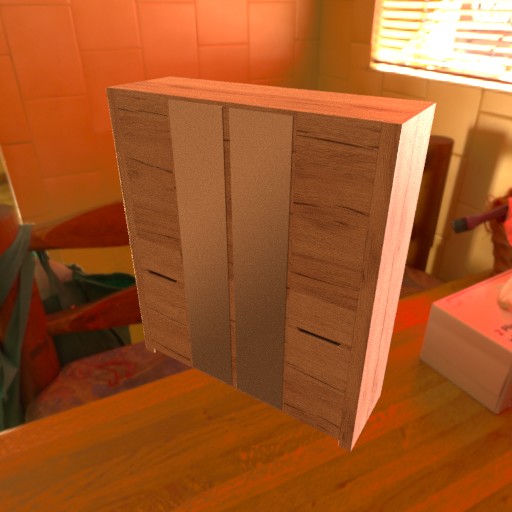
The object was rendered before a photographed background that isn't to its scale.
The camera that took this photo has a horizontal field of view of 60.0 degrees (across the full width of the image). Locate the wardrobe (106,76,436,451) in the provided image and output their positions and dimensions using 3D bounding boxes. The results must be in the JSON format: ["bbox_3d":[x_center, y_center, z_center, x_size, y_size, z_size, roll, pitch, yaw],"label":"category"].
[{"bbox_3d":[0.000,0.000,2.977,1.810,2.070,0.580,18,34,28],"label":"wardrobe"}]
